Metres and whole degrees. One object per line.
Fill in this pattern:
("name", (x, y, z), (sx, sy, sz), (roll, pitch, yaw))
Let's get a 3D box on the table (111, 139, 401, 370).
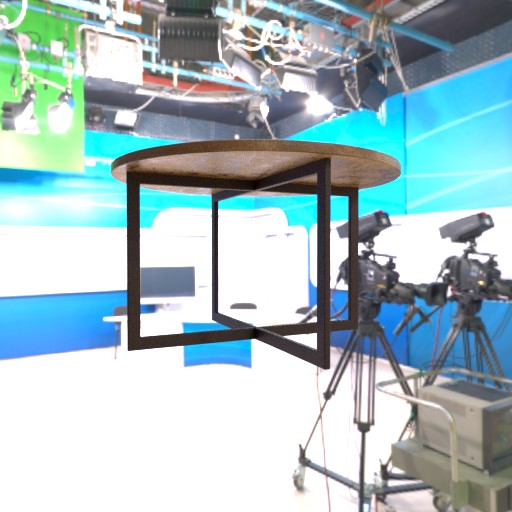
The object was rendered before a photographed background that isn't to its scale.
("table", (0.000, 0.000, 2.037), (1.264, 0.762, 1.264), (0, 1, 0))
